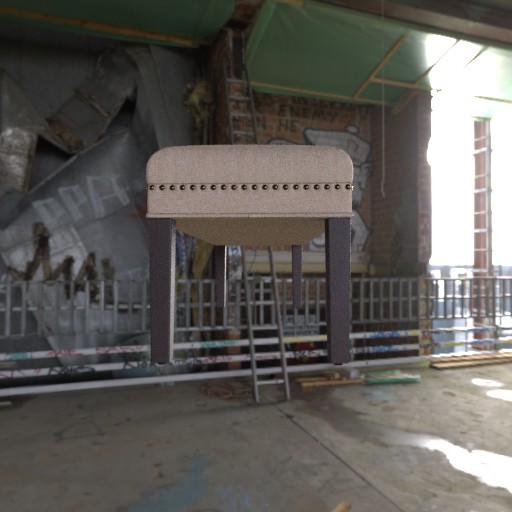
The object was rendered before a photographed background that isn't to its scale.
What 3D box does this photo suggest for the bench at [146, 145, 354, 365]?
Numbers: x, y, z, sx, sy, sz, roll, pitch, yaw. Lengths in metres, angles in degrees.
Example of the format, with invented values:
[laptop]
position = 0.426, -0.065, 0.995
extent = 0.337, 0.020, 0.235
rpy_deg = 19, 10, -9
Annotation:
[bench]
position = 0.000, 0.000, 1.470
extent = 0.410, 0.457, 1.219
rpy_deg = 0, -1, 1
